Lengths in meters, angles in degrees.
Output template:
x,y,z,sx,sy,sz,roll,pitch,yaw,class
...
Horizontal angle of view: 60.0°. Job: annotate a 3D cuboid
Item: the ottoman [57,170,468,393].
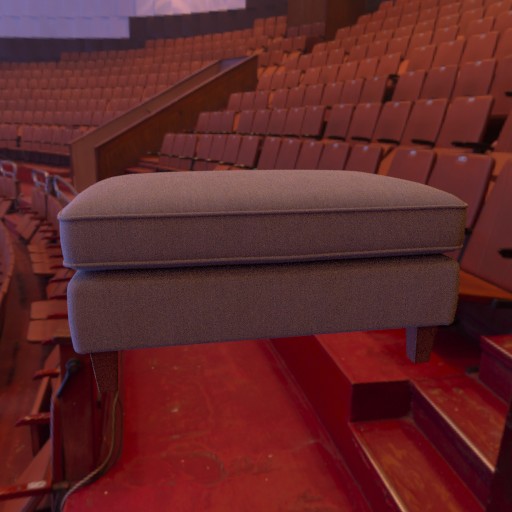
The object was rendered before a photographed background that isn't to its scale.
x,y,z,sx,sy,sz,roll,pitch,yaw,class
0.000,0.000,1.292,0.941,0.480,0.636,-3,16,-10,ottoman
